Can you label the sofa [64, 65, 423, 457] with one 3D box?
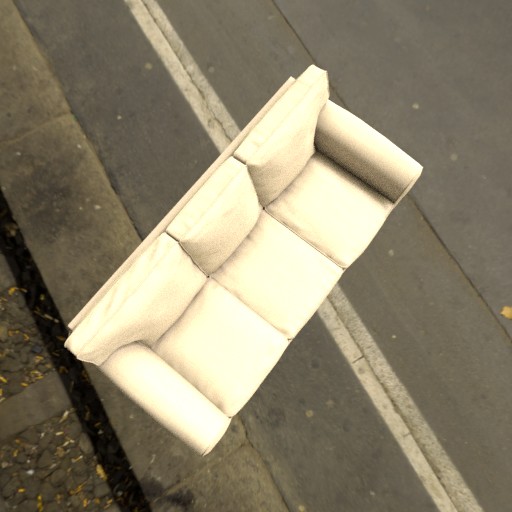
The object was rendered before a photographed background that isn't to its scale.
[{"bbox_3d":[0.000,0.000,2.699,0.998,0.889,2.118,38,78,9],"label":"sofa"}]
